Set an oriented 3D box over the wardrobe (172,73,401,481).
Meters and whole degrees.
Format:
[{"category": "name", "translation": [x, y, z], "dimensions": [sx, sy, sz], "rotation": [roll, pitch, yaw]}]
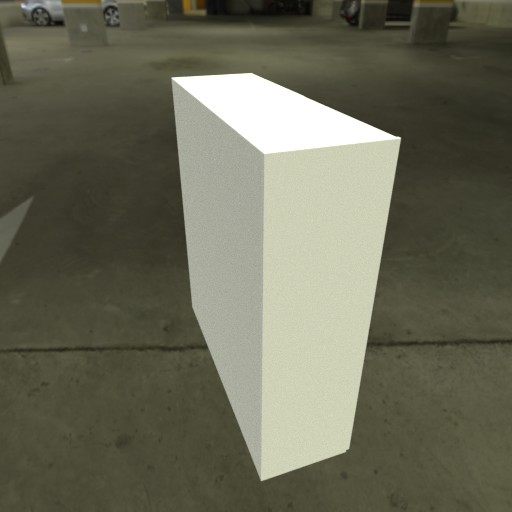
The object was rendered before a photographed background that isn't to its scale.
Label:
[{"category": "wardrobe", "translation": [0.000, 0.000, 2.984], "dimensions": [0.600, 2.020, 1.830], "rotation": [-10, 32, -17]}]
